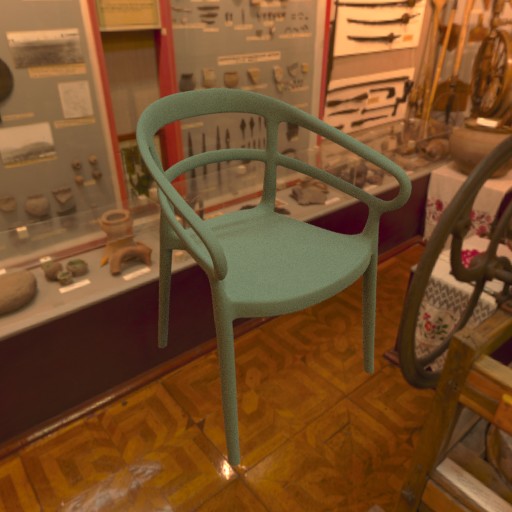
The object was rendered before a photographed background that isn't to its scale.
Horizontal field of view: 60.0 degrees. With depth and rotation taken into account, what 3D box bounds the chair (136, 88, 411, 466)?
[{"bbox_3d":[0.000,0.000,1.172,0.559,0.761,0.527,-21,37,-32],"label":"chair"}]
